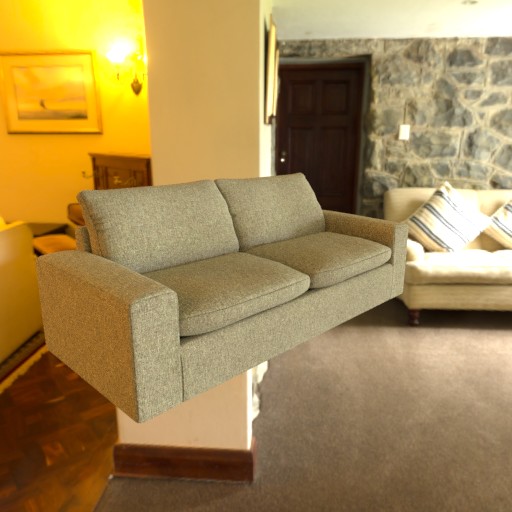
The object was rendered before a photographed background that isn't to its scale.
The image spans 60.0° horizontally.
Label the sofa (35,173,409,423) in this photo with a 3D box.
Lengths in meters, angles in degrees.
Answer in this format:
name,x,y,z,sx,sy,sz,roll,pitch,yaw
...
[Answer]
name,x,y,z,sx,sy,sz,roll,pitch,yaw
sofa,0.000,0.000,2.815,1.040,0.922,2.299,14,20,43
